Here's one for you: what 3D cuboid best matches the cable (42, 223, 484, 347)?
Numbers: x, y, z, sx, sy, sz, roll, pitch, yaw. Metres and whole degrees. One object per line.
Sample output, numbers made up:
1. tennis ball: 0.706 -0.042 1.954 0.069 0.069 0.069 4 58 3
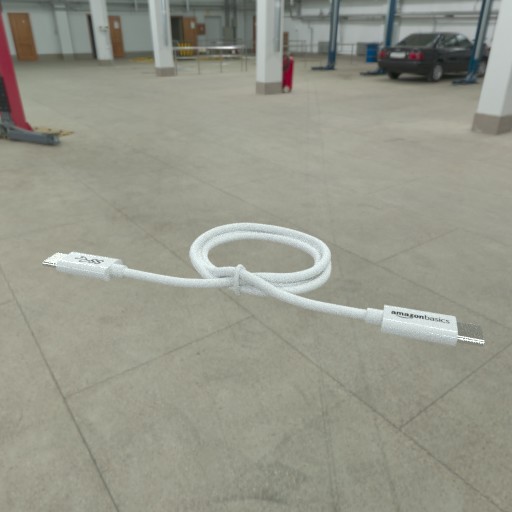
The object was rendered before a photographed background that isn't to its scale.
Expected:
1. cable: 0.000 0.000 0.204 0.186 0.014 0.070 8 28 16
